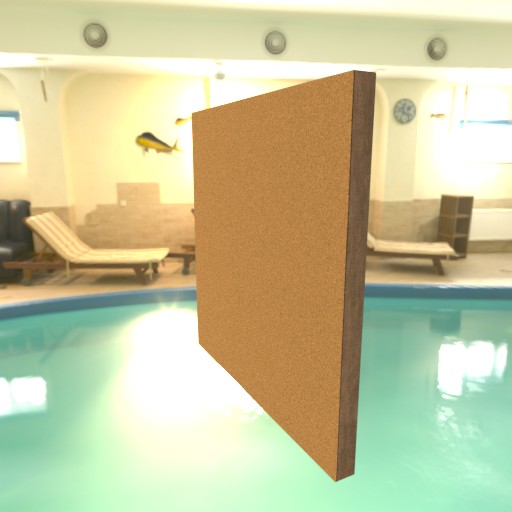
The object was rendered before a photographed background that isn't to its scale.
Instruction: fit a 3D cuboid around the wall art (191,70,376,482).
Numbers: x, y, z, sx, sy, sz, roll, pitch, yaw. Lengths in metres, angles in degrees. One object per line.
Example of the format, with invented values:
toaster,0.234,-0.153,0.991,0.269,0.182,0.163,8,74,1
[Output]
wall art,0.000,0.000,1.113,0.050,0.751,0.749,-6,14,-27
